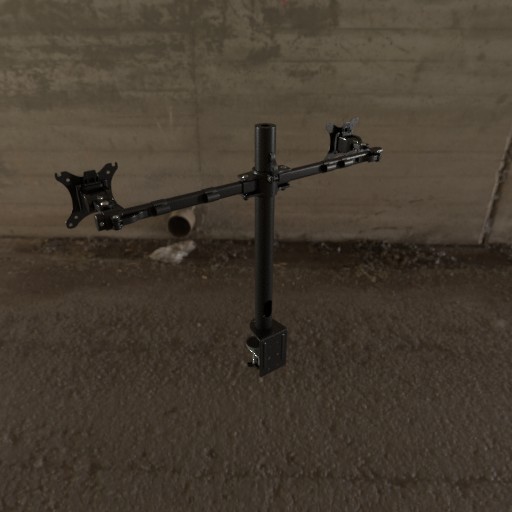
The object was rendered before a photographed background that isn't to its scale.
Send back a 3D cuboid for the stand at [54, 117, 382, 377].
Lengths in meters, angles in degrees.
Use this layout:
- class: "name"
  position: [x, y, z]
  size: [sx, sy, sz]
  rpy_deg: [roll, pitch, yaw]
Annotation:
- class: "stand"
  position: [0.000, 0.000, 1.018]
  size: [0.743, 0.603, 0.150]
  rpy_deg: [-19, 35, -30]
